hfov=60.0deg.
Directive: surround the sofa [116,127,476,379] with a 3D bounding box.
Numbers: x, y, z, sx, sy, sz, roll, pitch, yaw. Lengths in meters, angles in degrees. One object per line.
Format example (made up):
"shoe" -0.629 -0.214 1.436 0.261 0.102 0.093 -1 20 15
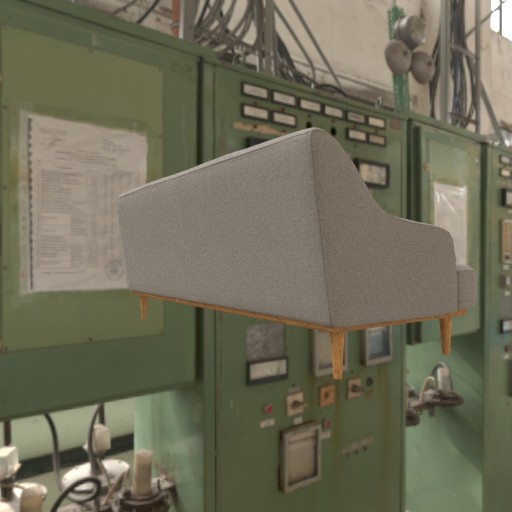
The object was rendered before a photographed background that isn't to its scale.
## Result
"sofa" 0.000 0.000 2.506 0.978 0.871 2.057 0 0 -35
